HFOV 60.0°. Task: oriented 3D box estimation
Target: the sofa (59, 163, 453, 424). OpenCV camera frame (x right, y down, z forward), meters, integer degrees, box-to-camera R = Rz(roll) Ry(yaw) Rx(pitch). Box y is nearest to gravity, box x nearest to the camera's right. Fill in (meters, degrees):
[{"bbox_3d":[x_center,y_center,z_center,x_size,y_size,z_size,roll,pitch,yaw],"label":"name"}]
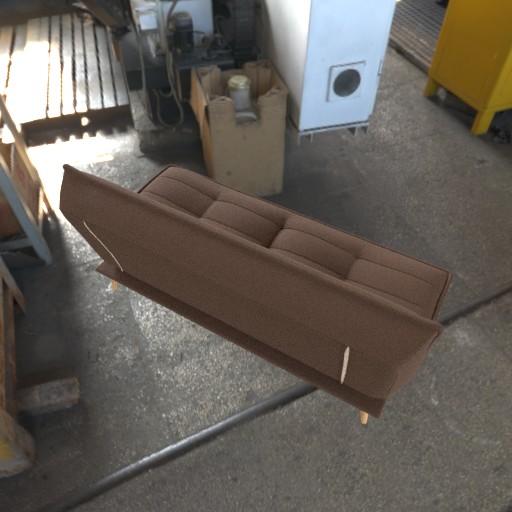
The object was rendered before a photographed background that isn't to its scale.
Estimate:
[{"bbox_3d":[0.000,0.000,2.425,1.940,0.890,0.950,24,52,20],"label":"sofa"}]
